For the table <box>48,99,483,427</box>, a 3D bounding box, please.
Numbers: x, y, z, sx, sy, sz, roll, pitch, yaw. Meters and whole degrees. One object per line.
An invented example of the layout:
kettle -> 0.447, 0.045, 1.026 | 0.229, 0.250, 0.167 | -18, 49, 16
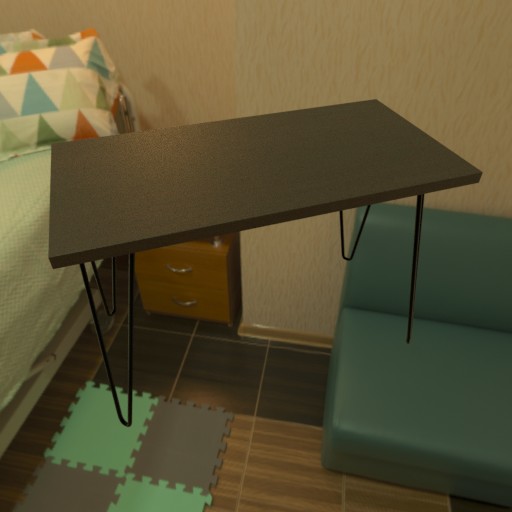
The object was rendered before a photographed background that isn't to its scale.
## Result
table -> 0.000, 0.000, 1.344 | 0.991, 0.660, 0.499 | -12, 42, -14
